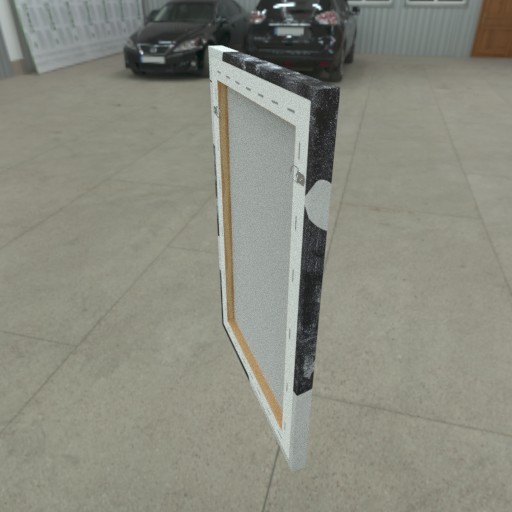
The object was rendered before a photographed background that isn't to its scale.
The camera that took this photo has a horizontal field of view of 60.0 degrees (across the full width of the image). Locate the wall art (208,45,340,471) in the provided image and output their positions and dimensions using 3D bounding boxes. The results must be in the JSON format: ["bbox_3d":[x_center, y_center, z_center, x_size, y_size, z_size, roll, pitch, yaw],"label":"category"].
[{"bbox_3d":[0.000,0.000,1.128,0.041,0.915,0.610,-11,33,-17],"label":"wall art"}]
